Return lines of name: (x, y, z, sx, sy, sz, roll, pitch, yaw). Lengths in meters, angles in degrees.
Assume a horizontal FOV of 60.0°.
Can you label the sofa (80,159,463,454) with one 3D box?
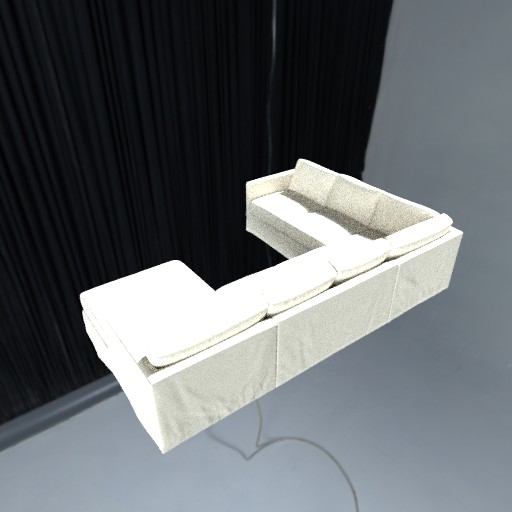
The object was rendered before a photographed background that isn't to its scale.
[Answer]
sofa: (0.000, 0.000, 4.577, 3.460, 0.882, 2.427, -21, 37, -30)
